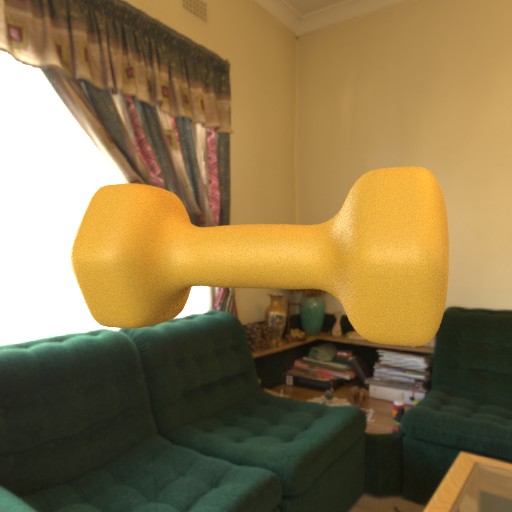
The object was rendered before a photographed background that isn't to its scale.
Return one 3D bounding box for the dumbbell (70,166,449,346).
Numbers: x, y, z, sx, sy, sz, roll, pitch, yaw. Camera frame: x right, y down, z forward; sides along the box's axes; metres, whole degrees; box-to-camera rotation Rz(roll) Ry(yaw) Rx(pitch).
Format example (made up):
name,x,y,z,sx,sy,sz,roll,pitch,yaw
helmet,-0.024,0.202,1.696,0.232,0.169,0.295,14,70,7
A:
name,x,y,z,sx,sy,sz,roll,pitch,yaw
dumbbell,0.000,0.000,0.239,0.190,0.082,0.090,0,0,19
